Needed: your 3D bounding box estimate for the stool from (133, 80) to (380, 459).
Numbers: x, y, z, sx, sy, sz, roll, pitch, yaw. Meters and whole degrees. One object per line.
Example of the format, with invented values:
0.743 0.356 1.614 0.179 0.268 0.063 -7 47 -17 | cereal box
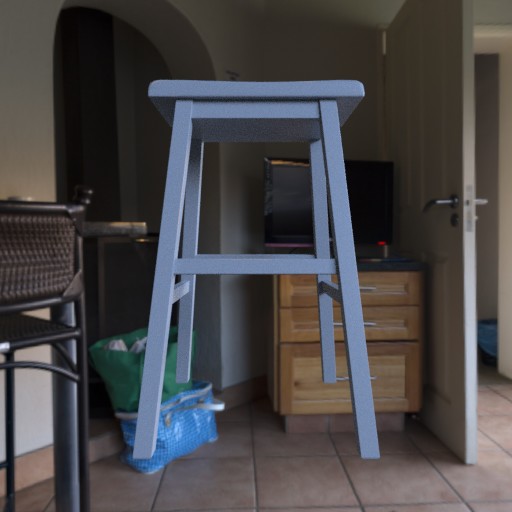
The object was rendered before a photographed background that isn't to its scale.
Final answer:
0.000 0.000 1.046 0.457 0.737 0.476 0 2 0 | stool
